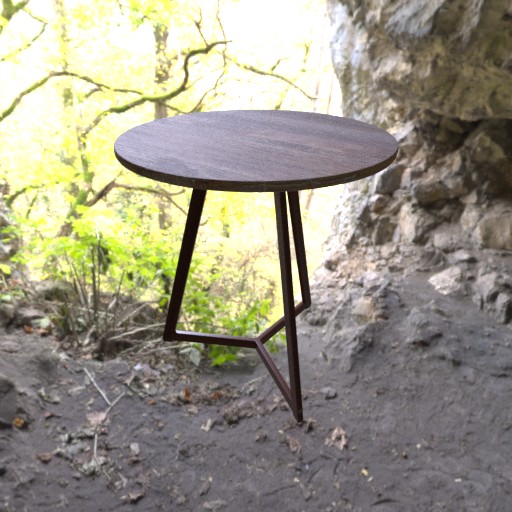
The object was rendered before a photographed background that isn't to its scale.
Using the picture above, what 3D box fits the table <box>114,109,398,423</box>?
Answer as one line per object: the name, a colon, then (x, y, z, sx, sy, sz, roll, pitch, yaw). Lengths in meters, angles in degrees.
table: (0.000, 0.000, 0.926, 0.500, 0.500, 0.500, 0, 29, 0)
